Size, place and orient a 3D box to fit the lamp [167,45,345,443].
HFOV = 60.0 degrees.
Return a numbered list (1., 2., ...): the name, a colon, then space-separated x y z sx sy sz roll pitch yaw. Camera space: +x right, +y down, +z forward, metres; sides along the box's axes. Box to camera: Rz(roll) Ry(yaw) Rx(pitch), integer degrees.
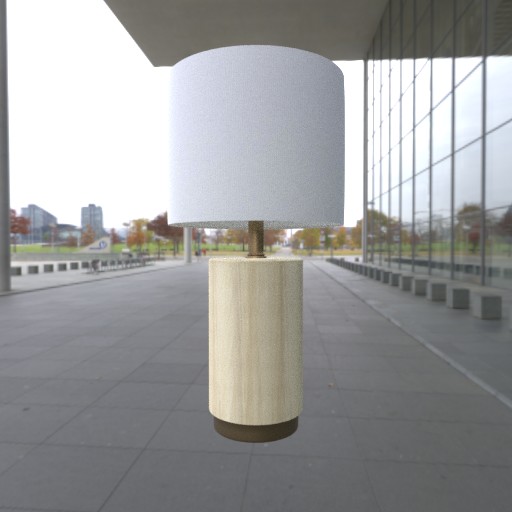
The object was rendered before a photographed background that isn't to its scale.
1. lamp: 0.000 0.000 0.579 0.228 0.444 0.228 0 1 19
